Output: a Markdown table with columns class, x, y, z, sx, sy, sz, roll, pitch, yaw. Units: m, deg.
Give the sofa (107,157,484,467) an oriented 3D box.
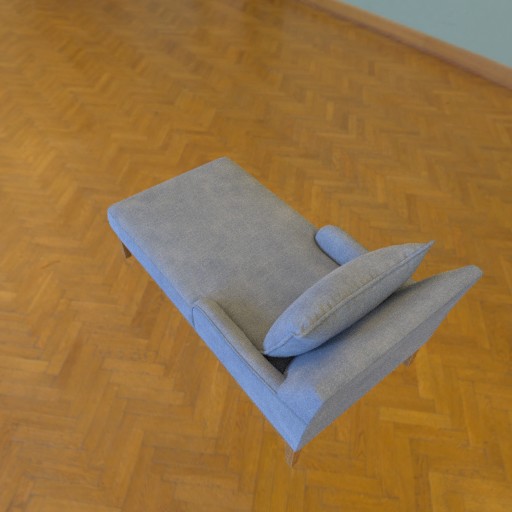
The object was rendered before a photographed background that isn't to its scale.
| class | x | y | z | sx | sy | sz | roll | pitch | yaw |
| --- | --- | --- | --- | --- | --- | --- | --- | --- | --- |
| sofa | 0.000 | 0.000 | 2.291 | 0.904 | 0.883 | 1.779 | -30 | 54 | -25 |
